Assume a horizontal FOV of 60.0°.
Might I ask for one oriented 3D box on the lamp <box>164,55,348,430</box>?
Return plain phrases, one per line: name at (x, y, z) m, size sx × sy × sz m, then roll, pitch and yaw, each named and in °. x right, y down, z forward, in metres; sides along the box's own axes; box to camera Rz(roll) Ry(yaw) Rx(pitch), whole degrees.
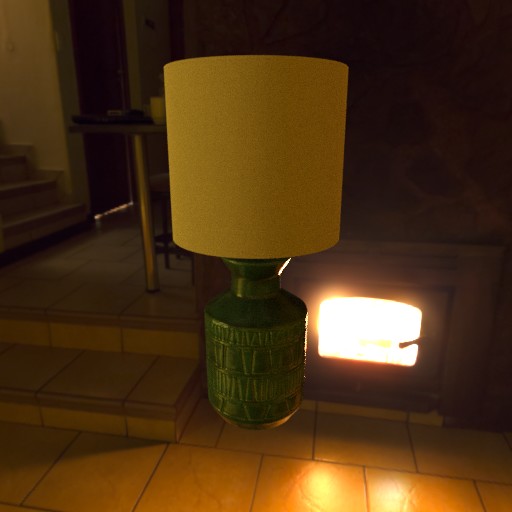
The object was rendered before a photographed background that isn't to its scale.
lamp at (0.000, 0.000, 0.581) m, size 0.211 × 0.455 × 0.211 m, roll -3°, pitch 17°, yaw -9°
